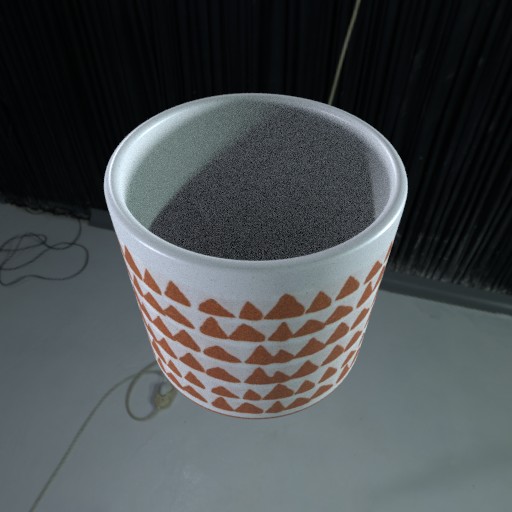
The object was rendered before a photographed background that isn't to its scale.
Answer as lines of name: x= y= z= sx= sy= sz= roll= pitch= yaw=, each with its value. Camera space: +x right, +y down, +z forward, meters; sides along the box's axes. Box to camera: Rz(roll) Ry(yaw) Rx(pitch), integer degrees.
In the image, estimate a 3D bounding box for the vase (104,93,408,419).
vase: x=0.000 y=0.000 z=0.249 sx=0.137 sy=0.127 sz=0.137 roll=0 pitch=46 yaw=0
